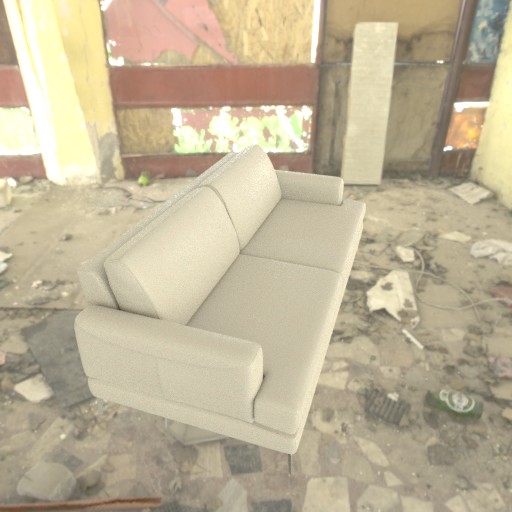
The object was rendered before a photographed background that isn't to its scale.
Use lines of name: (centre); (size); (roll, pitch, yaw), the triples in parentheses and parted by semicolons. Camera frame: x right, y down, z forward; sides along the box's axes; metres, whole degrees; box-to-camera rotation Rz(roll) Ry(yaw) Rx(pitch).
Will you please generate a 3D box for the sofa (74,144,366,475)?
sofa: (0.000, 0.000, 2.427); (0.974, 0.765, 1.940); (10, 32, 16)
